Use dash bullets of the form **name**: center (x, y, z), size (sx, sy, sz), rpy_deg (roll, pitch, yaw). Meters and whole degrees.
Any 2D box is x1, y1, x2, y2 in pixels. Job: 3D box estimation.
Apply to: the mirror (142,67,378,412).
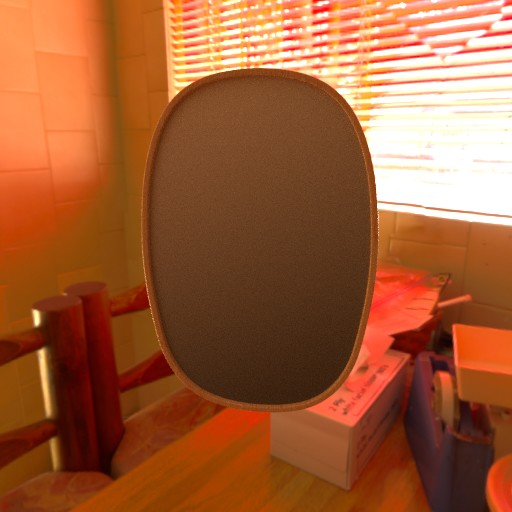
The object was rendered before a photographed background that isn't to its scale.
- **mirror**: center (0.000, 0.000, 1.367), size (0.724, 1.075, 0.037), rpy_deg (2, 15, 9)
